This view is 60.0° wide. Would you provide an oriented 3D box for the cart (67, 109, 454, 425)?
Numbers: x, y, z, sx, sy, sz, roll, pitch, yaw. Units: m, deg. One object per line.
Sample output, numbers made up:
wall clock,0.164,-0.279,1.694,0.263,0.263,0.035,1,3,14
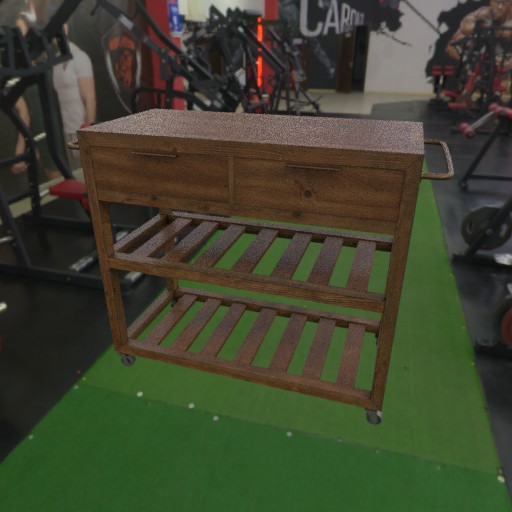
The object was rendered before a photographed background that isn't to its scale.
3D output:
cart,0.000,0.000,1.458,1.065,0.830,0.445,8,27,16
